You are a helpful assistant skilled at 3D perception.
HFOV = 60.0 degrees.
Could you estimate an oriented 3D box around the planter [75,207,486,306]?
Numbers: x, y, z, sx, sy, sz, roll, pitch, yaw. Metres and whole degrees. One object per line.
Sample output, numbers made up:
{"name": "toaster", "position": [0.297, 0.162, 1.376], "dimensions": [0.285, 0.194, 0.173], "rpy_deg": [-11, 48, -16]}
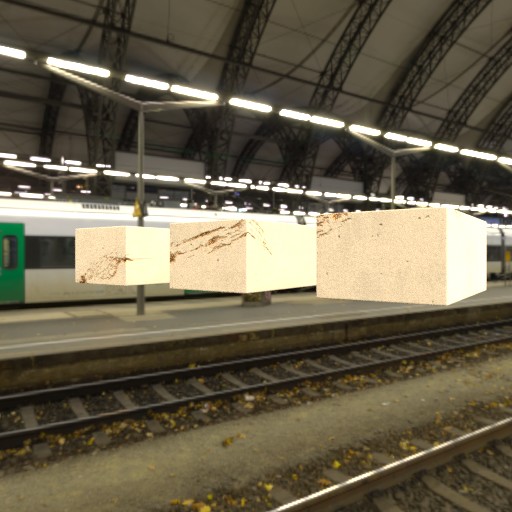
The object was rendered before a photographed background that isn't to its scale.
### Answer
{"name": "planter", "position": [0.000, 0.000, 0.377], "dimensions": [0.333, 0.051, 0.127], "rpy_deg": [0, 0, 36]}
